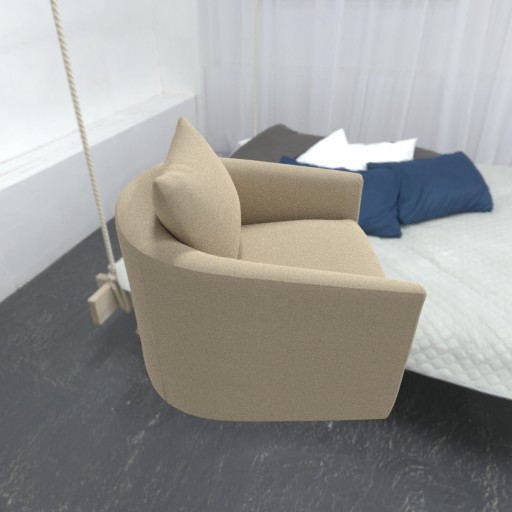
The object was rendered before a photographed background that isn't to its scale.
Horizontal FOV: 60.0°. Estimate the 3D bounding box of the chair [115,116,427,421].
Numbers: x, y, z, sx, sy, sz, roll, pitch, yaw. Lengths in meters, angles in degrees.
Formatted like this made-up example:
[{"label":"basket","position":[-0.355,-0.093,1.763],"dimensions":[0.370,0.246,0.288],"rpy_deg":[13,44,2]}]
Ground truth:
[{"label":"chair","position":[0.000,0.000,1.598],"dimensions":[0.910,0.848,0.845],"rpy_deg":[-1,33,-1]}]
